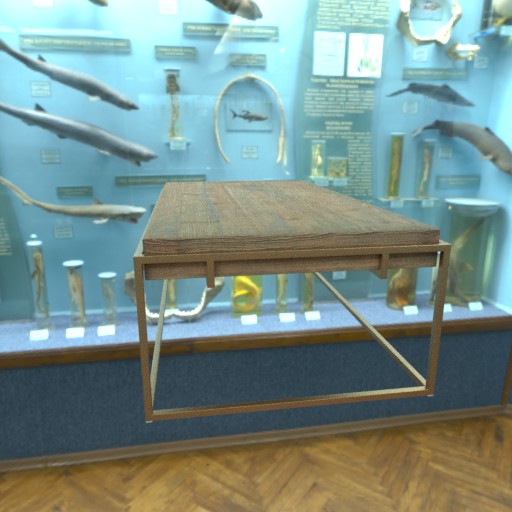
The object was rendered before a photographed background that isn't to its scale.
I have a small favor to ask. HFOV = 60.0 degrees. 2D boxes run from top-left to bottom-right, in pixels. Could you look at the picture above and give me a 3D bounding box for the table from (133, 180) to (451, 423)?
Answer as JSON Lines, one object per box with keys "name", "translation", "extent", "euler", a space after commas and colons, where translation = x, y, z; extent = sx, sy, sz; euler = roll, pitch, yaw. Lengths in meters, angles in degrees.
{"name": "table", "translation": [0.000, 0.000, 1.765], "extent": [0.775, 0.468, 1.387], "euler": [-2, 15, -9]}
